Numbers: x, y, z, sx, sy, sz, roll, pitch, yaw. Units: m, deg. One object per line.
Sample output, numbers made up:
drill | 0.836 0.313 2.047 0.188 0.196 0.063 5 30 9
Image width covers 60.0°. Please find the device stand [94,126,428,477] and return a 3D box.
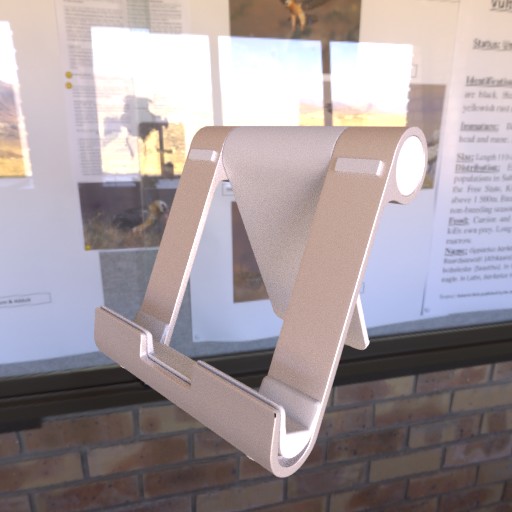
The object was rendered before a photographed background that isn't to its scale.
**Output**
device stand | 0.000 0.000 0.149 0.086 0.084 0.079 16 23 42
